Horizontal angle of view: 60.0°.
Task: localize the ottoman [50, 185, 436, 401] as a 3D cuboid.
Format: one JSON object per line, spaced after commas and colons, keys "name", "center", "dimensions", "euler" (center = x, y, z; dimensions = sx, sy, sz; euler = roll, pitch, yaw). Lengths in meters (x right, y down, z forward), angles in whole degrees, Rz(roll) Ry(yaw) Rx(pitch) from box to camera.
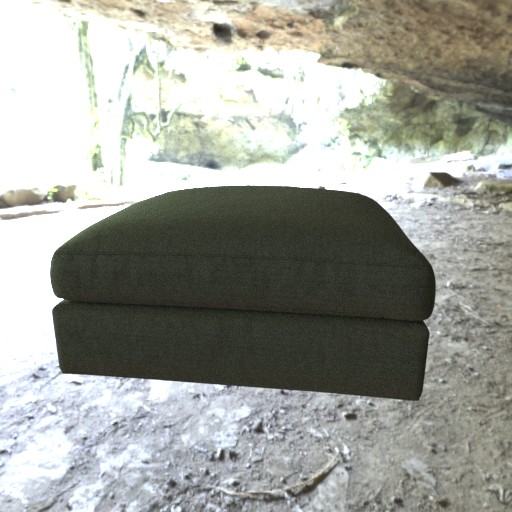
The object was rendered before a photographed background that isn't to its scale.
{"name": "ottoman", "center": [0.000, 0.000, 1.642], "dimensions": [1.041, 0.470, 1.041], "euler": [2, 16, 8]}
